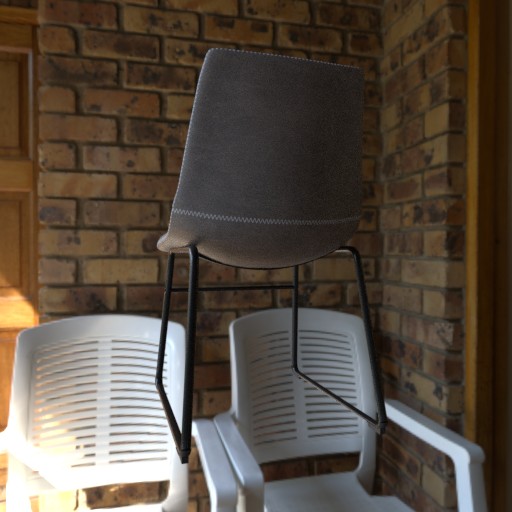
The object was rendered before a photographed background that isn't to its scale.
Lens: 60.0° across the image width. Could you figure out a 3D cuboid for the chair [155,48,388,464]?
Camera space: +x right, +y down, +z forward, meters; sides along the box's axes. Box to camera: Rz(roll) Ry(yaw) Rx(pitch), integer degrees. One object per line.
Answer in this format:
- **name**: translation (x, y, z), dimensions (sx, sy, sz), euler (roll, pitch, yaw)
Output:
- **chair**: translation (0.000, 0.000, 1.118), dimensions (0.460, 0.780, 0.550), euler (0, 1, -18)
